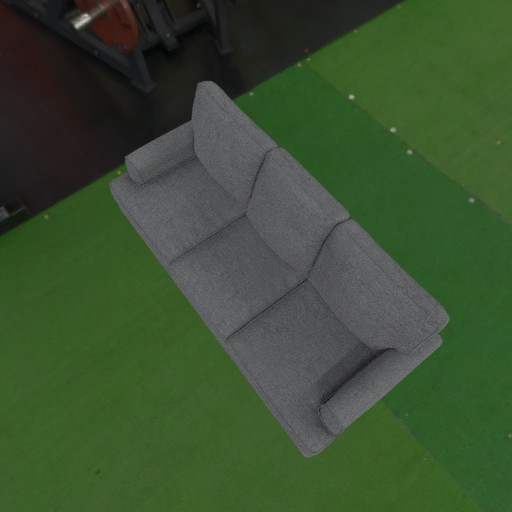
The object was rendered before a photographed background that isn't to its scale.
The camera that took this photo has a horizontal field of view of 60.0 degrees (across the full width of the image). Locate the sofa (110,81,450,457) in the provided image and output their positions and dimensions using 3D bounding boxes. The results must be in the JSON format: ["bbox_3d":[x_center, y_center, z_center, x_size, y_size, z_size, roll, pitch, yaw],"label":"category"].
[{"bbox_3d":[0.000,0.000,2.731,0.951,0.965,2.158,-34,68,-16],"label":"sofa"}]
